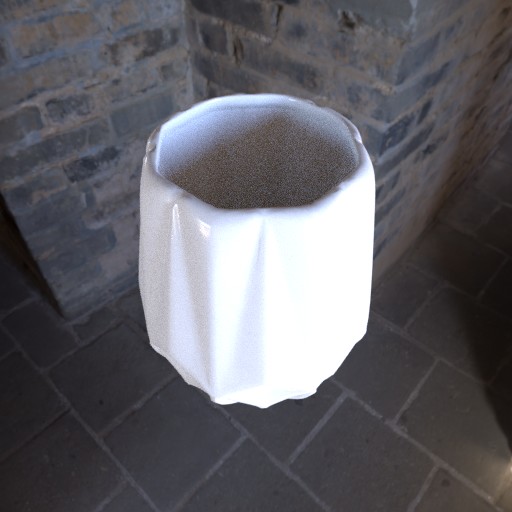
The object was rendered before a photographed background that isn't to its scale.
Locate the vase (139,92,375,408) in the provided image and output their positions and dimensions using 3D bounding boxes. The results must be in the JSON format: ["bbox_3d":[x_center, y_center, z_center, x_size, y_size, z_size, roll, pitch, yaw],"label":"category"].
[{"bbox_3d":[0.000,0.000,0.257,0.141,0.152,0.141,0,47,0],"label":"vase"}]
